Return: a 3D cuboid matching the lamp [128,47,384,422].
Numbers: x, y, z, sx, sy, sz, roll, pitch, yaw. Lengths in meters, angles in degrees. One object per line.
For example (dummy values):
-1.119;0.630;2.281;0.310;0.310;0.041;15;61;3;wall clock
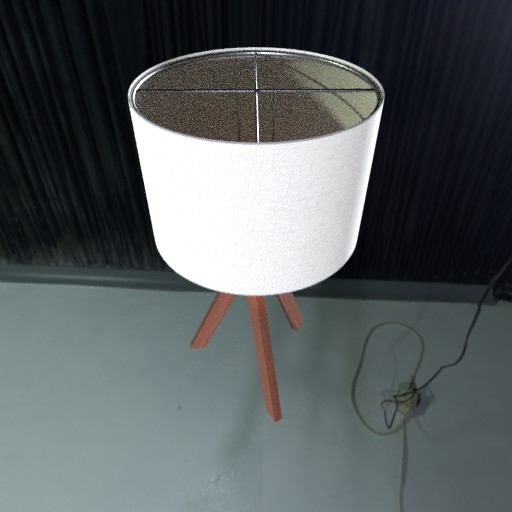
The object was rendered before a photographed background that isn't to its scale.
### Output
0.000;0.000;0.895;0.380;0.686;0.380;0;41;0;lamp
